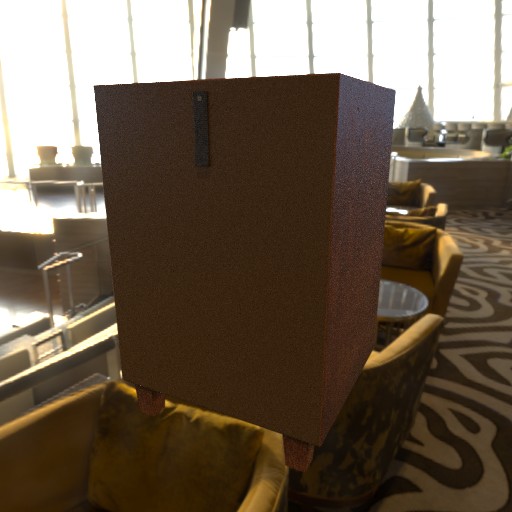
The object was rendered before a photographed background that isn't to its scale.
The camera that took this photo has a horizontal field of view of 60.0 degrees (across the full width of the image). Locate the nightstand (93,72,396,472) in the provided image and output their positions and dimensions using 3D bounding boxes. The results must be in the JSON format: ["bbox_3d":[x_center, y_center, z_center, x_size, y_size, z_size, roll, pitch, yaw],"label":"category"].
[{"bbox_3d":[0.000,0.000,0.976,0.465,0.695,0.410,9,19,26],"label":"nightstand"}]
